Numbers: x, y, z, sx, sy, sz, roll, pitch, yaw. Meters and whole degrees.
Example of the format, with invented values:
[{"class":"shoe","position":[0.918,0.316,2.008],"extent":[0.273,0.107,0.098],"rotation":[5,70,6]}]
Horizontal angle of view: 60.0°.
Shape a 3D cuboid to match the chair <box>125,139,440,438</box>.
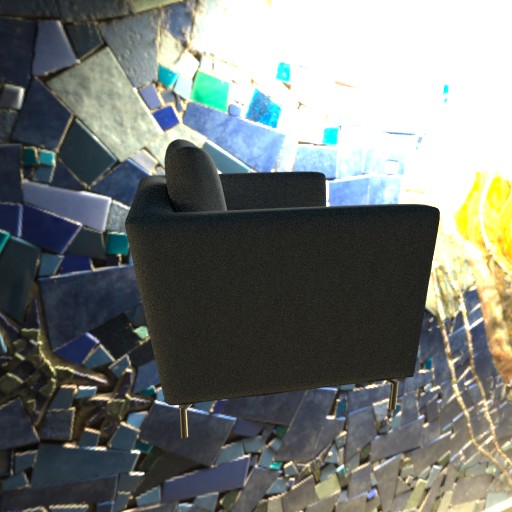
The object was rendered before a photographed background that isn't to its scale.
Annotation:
[{"class":"chair","position":[0.000,0.000,1.725],"extent":[0.889,0.864,1.041],"rotation":[-3,17,-11]}]
